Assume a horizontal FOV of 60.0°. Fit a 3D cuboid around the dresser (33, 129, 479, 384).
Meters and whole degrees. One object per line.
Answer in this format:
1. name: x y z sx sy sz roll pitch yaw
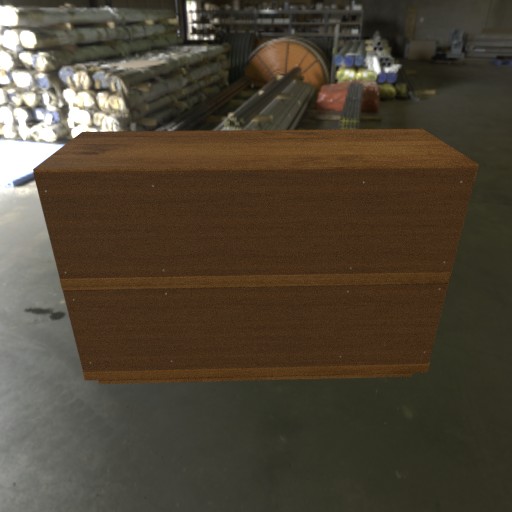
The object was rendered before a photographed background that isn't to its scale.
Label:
1. dresser: 0.000 0.000 1.647 1.261 0.825 0.479 -1 29 -2
